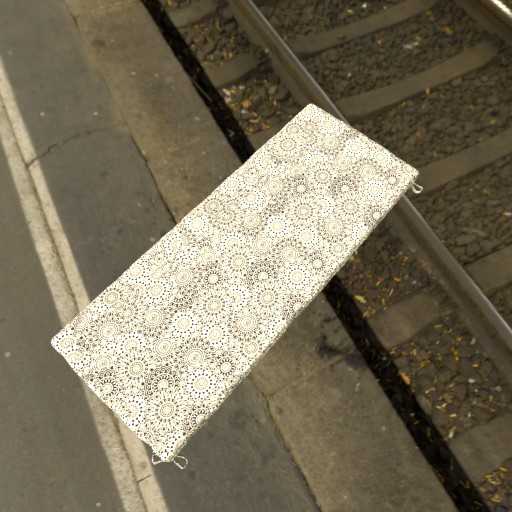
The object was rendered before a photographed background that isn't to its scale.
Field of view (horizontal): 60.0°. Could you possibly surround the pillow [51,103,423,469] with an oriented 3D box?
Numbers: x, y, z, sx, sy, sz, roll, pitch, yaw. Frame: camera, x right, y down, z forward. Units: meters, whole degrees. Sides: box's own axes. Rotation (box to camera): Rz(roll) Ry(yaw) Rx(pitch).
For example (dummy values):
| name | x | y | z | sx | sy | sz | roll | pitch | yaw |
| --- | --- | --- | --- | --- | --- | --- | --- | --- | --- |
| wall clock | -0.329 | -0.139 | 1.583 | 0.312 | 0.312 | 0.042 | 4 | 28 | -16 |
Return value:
| name | x | y | z | sx | sy | sz | roll | pitch | yaw |
| --- | --- | --- | --- | --- | --- | --- | --- | --- | --- |
| pillow | 0.000 | 0.000 | 1.333 | 0.492 | 0.081 | 1.187 | 38 | 70 | 17 |
